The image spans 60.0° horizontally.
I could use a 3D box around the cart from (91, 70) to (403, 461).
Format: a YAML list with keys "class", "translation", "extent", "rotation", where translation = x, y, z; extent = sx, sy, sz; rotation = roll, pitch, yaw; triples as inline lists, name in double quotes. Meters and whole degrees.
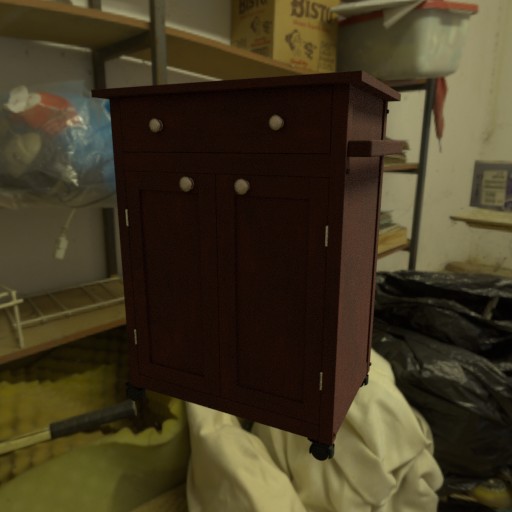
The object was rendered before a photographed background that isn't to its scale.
- class: "cart"
  translation: [0.000, 0.000, 1.236]
  extent: [0.683, 0.864, 0.442]
  rotation: [7, 16, 25]
